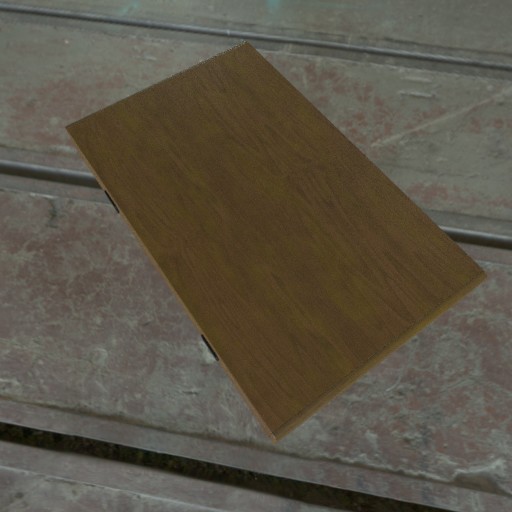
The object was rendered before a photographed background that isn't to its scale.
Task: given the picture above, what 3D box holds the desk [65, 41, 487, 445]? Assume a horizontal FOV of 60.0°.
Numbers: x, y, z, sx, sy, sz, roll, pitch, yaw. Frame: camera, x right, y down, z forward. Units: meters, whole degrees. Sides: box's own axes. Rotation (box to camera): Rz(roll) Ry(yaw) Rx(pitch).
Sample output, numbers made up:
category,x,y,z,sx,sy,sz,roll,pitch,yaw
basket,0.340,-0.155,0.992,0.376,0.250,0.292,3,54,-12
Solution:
category,x,y,z,sx,sy,sz,roll,pitch,yaw
desk,0.000,0.000,1.543,0.660,0.754,1.066,-32,68,-15
